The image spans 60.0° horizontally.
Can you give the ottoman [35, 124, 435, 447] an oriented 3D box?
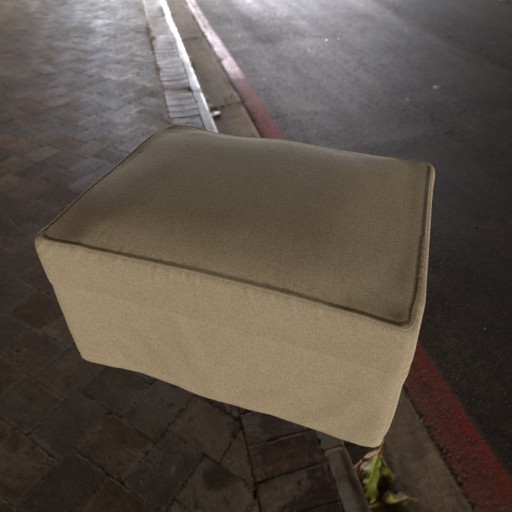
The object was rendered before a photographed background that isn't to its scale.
[{"bbox_3d":[0.000,0.000,1.210,0.833,0.485,0.650,12,42,14],"label":"ottoman"}]
